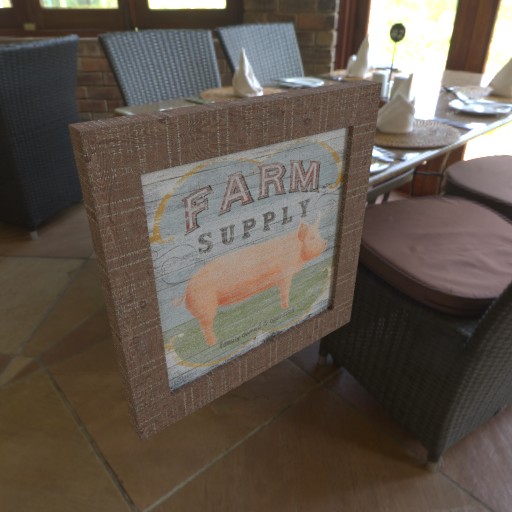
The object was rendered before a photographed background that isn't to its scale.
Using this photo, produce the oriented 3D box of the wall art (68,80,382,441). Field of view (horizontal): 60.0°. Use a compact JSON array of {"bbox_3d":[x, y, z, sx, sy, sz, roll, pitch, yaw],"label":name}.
[{"bbox_3d":[0.000,0.000,0.783,0.531,0.531,0.040,-22,37,-32],"label":"wall art"}]
